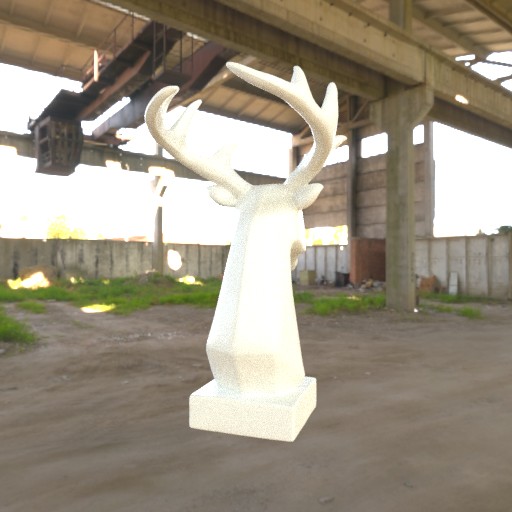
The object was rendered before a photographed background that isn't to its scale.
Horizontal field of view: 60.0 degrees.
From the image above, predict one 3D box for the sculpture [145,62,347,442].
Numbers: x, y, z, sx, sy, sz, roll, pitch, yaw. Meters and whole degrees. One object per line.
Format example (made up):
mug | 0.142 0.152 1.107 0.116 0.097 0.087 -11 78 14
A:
sculpture | 0.000 0.000 0.450 0.174 0.329 0.224 0 -1 19
